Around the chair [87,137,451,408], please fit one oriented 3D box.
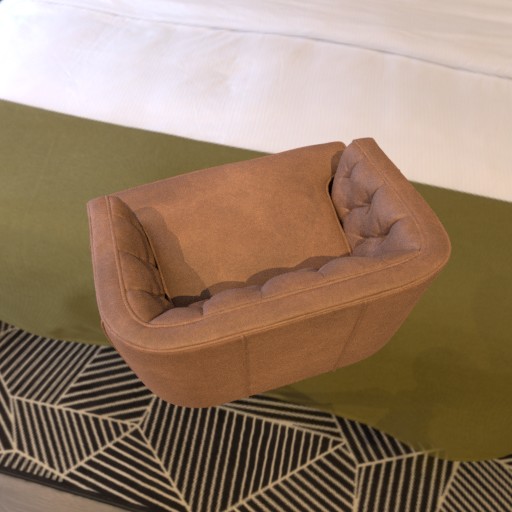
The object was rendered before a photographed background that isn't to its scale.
[{"bbox_3d":[0.000,0.000,1.725,1.118,0.787,0.914,-15,60,-9],"label":"chair"}]
